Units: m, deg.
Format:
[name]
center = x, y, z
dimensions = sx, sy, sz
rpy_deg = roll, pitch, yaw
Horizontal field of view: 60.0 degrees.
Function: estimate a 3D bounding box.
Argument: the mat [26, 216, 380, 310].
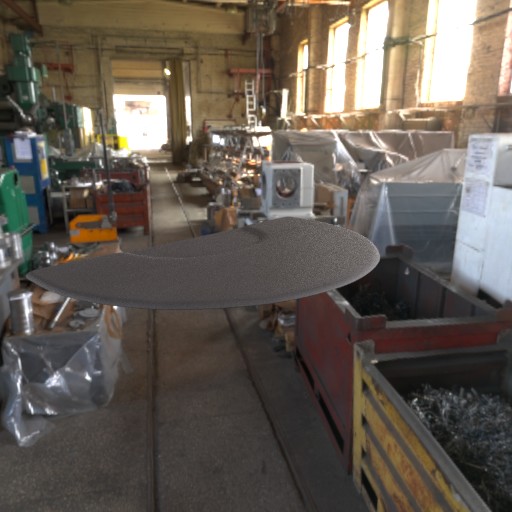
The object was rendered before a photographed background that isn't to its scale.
[mat]
center = 0.000, 0.000, 1.844
dimensions = 0.917, 0.022, 1.525
rpy_deg = 15, 21, 42
